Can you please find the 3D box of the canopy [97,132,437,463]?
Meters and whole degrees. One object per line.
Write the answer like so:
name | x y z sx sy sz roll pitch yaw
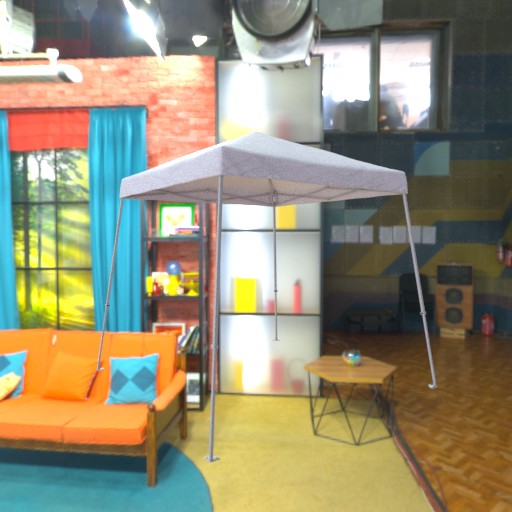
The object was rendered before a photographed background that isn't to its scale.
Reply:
canopy | 0.000 0.000 5.138 2.850 2.850 2.849 -1 3 -35
